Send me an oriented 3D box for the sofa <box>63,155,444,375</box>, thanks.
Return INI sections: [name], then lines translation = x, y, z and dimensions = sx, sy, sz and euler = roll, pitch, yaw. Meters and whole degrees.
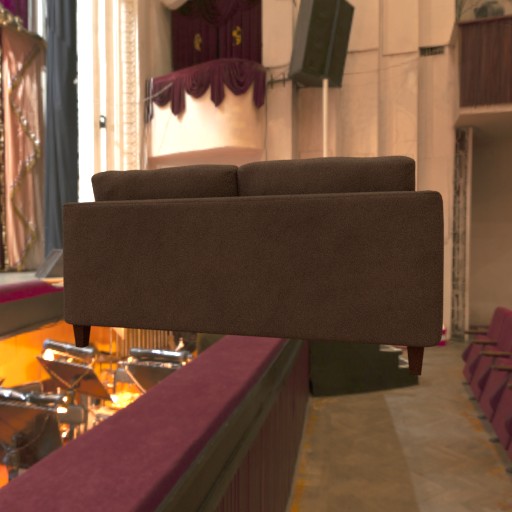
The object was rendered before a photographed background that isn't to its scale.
[sofa]
translation = 0.000, 0.000, 2.500
dimensions = 1.884, 0.963, 0.950
euler = 0, 2, 17
